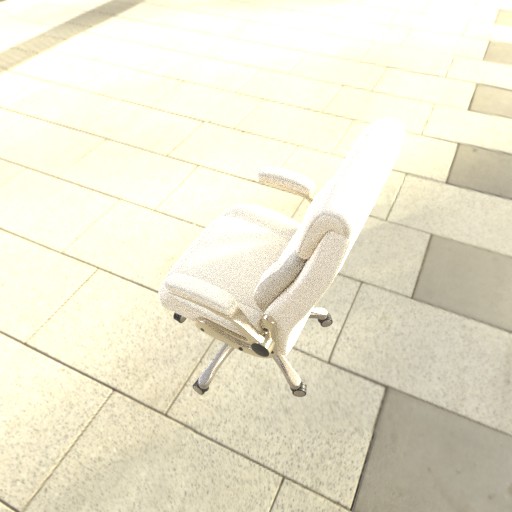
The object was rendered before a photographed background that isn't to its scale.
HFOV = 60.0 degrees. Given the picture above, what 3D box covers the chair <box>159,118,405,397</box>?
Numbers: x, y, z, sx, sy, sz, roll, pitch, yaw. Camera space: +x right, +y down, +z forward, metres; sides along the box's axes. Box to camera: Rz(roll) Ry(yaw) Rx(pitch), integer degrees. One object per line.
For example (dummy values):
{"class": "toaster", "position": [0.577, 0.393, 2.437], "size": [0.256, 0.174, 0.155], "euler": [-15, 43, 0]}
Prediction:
{"class": "chair", "position": [0.000, 0.000, 1.672], "size": [0.794, 1.110, 0.740], "euler": [18, 49, 16]}
